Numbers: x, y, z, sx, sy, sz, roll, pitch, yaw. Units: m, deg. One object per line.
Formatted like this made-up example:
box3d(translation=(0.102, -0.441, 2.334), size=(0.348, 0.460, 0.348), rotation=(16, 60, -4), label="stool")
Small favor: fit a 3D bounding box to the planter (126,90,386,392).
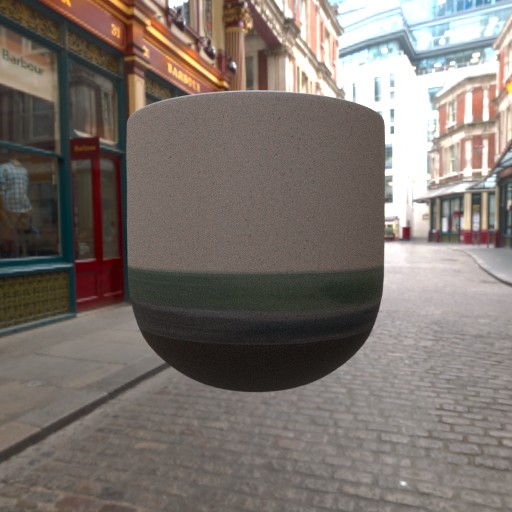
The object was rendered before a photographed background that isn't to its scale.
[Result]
box3d(translation=(0.000, 0.000, 0.482), size=(0.268, 0.270, 0.268), rotation=(0, 3, 0), label="planter")
